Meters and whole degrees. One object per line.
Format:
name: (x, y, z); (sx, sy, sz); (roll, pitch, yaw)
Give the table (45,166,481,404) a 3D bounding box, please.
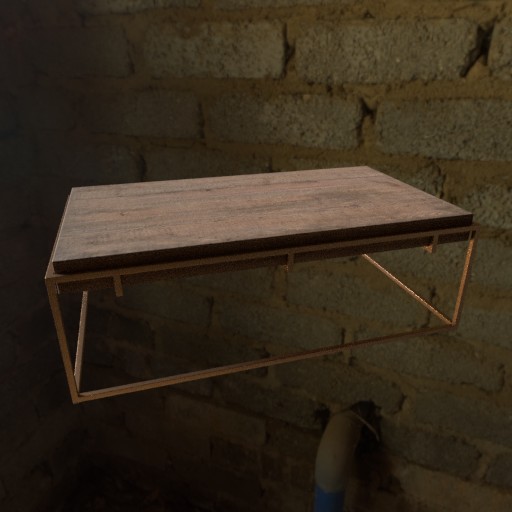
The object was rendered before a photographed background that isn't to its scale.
table: (0.000, 0.000, 1.761); (1.387, 0.468, 0.775); (-7, 26, -15)
